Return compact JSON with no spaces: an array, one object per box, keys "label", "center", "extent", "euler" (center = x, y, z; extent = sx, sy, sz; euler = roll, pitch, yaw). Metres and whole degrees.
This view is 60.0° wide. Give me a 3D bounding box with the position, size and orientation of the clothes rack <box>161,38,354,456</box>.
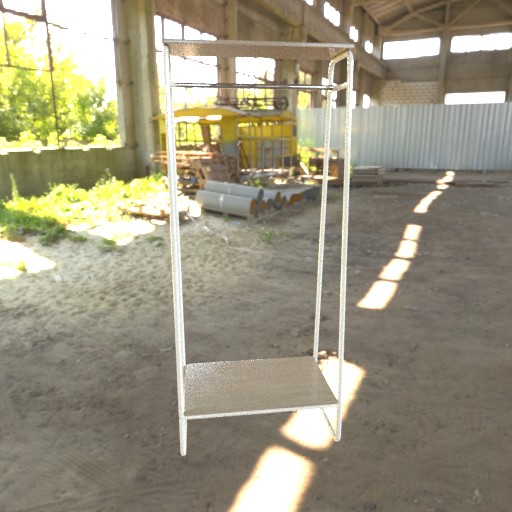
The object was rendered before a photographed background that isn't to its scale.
[{"label":"clothes rack","center":[0.000,0.000,1.751],"extent":[0.640,1.512,0.400],"euler":[-2,15,-8]}]
